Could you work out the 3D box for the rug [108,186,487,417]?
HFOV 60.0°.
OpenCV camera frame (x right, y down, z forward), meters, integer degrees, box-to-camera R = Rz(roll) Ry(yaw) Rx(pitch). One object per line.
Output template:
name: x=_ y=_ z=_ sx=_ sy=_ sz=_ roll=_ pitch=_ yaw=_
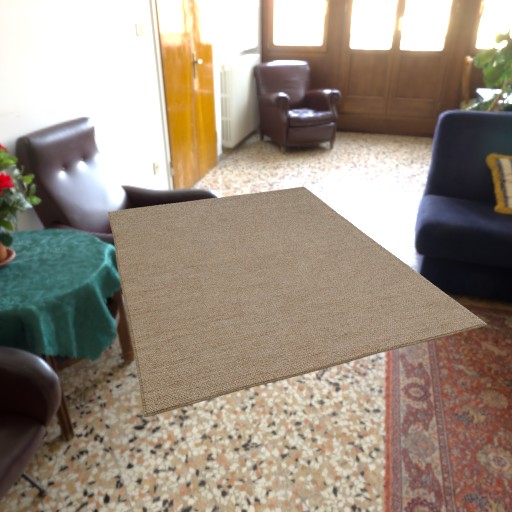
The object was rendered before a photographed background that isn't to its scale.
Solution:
rug: x=0.000 y=0.000 z=4.040 sx=2.406 sy=0.012 sz=3.034 roll=-10 pitch=30 yaw=-17
